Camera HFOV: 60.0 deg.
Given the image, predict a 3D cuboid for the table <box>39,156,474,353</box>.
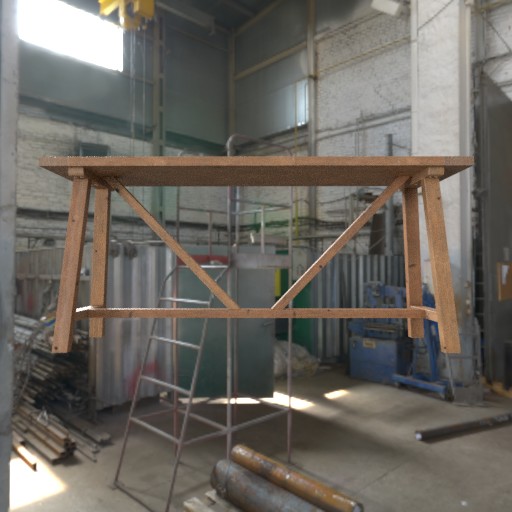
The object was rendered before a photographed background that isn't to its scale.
[{"bbox_3d":[0.000,0.000,2.053,1.800,0.810,0.465,0,-2,0],"label":"table"}]
